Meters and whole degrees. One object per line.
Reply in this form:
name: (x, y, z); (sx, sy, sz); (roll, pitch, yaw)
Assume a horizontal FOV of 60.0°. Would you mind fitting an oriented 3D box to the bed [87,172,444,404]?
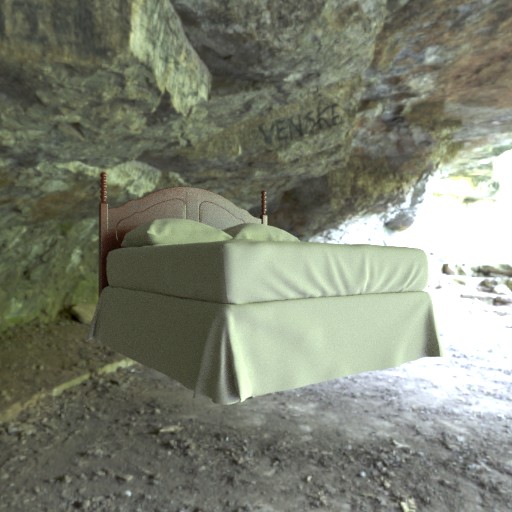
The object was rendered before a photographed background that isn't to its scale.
bed: (0.000, 0.000, 3.218); (1.873, 1.356, 2.040); (0, -1, -35)
